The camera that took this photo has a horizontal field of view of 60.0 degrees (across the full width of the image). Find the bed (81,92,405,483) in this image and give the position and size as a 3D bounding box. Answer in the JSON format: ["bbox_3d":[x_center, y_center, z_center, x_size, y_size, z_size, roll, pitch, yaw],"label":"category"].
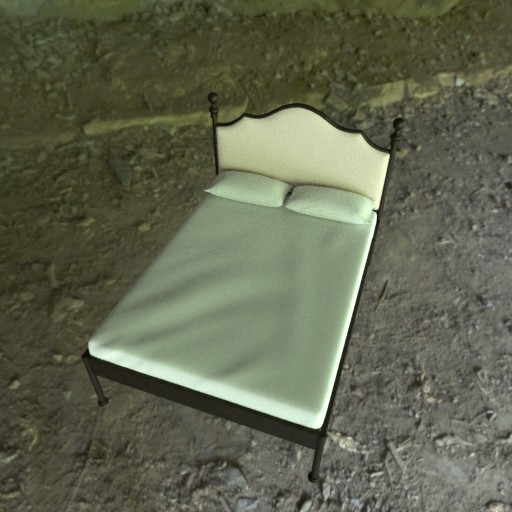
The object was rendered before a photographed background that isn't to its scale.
[{"bbox_3d":[0.000,0.000,3.269,1.642,1.499,2.224,13,42,15],"label":"bed"}]
